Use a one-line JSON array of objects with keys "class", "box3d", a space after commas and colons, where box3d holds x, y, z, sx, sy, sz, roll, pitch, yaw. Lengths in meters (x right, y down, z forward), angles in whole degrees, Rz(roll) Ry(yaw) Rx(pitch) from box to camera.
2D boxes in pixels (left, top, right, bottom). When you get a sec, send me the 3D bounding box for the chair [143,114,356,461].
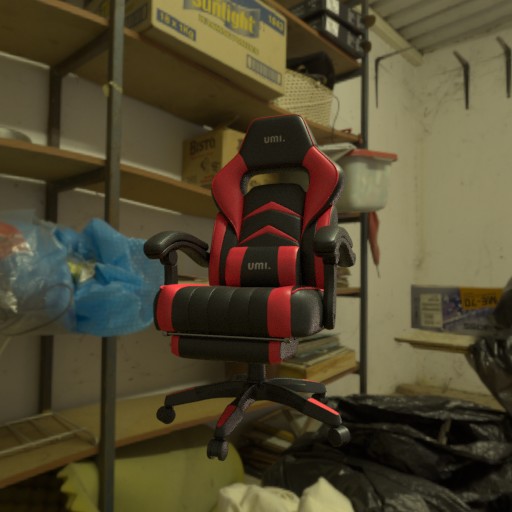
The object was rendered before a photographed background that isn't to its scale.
[{"class": "chair", "box3d": [0.000, 0.000, 1.629, 0.700, 1.220, 0.700, -1, -2, 20]}]
